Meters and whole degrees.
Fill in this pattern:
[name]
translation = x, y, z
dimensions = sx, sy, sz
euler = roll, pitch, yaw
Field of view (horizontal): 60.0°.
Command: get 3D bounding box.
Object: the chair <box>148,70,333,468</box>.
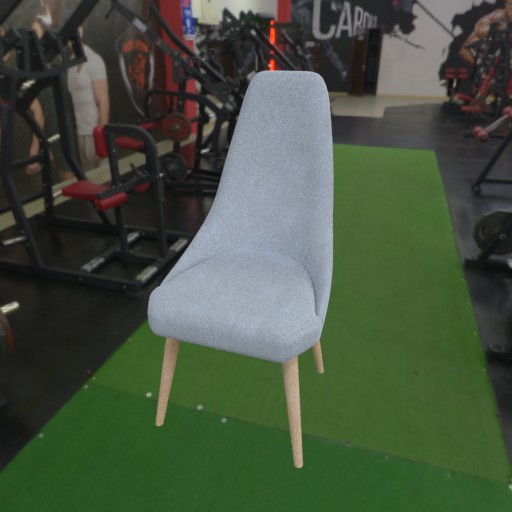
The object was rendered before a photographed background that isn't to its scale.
[chair]
translation = 0.000, 0.000, 1.391
dimensions = 0.510, 1.040, 0.660
euler = 9, 27, 17
